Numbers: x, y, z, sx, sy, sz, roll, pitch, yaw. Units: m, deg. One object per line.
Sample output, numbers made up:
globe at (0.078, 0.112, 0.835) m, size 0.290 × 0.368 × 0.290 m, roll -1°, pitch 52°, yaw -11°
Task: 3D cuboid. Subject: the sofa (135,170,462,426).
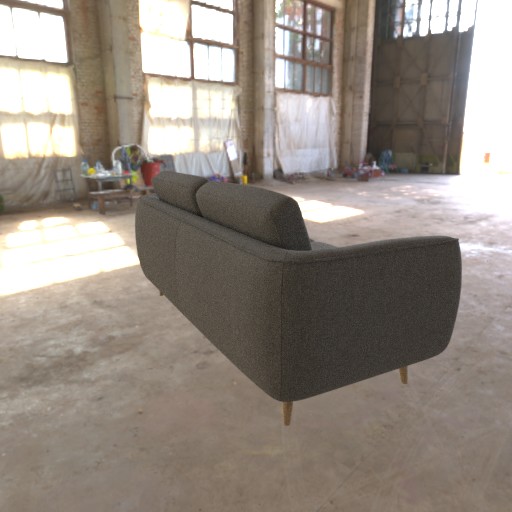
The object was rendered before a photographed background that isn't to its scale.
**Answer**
sofa at (0.000, 0.000, 2.431) m, size 0.920 × 0.870 × 2.000 m, roll -8°, pitch 17°, yaw -27°
